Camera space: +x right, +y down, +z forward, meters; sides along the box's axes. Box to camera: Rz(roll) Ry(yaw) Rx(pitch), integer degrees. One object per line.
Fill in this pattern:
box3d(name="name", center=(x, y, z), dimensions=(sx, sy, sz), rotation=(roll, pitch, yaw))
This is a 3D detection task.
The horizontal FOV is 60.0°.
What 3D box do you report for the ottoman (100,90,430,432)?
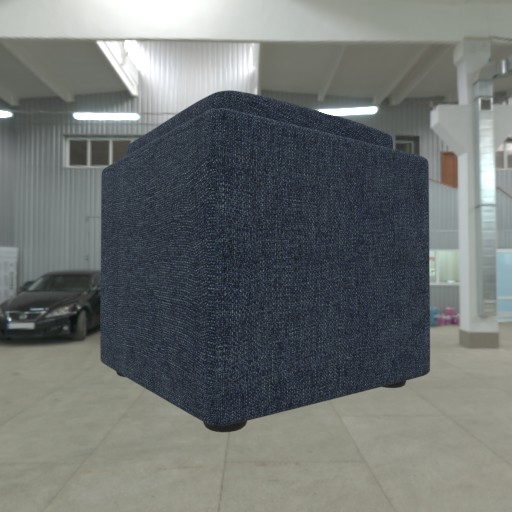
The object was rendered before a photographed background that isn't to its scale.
box3d(name="ottoman", center=(0.000, 0.000, 0.833), dimensions=(0.450, 0.460, 0.450), rotation=(1, -1, -36))
